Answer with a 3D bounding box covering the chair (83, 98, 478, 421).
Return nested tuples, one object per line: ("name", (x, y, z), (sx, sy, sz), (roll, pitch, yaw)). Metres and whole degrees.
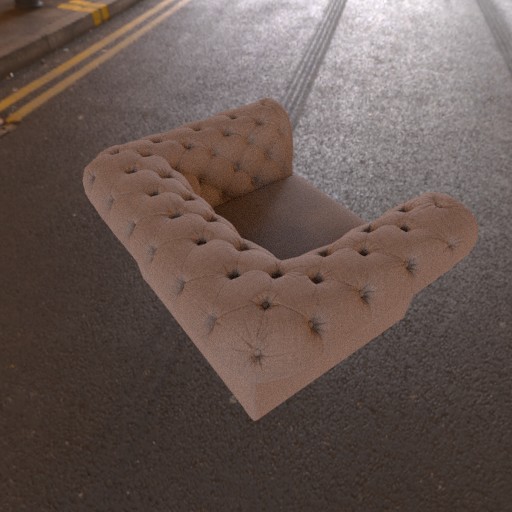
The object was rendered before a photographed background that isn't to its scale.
("chair", (0.000, 0.000, 1.844), (0.976, 0.770, 1.270), (-27, 49, -26))
